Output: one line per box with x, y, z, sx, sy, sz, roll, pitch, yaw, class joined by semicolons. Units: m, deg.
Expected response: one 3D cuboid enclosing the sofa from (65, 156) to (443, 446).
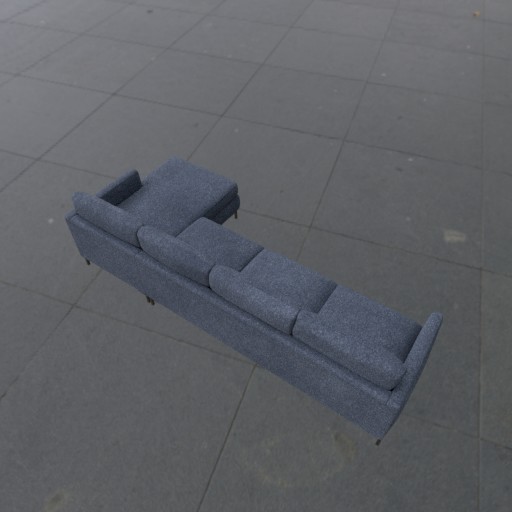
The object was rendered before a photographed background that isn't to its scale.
0.000;0.000;3.560;2.932;0.810;1.350;27;53;23;sofa
